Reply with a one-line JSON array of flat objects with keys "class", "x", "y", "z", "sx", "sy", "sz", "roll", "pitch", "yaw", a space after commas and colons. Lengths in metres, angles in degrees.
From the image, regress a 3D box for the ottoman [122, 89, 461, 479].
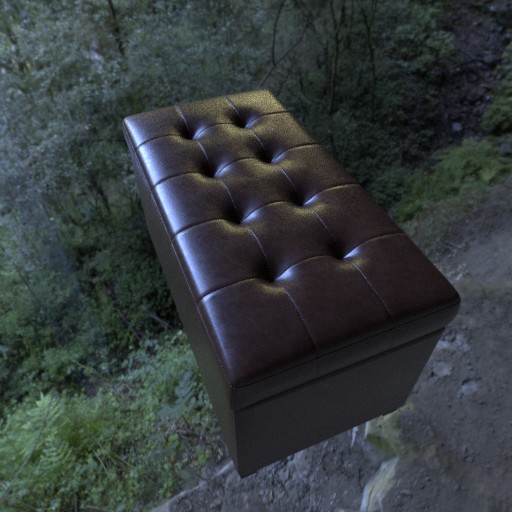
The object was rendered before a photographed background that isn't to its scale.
[{"class": "ottoman", "x": 0.000, "y": 0.000, "z": 1.106, "sx": 0.432, "sy": 0.470, "sz": 0.838, "roll": -17, "pitch": 49, "yaw": -15}]
